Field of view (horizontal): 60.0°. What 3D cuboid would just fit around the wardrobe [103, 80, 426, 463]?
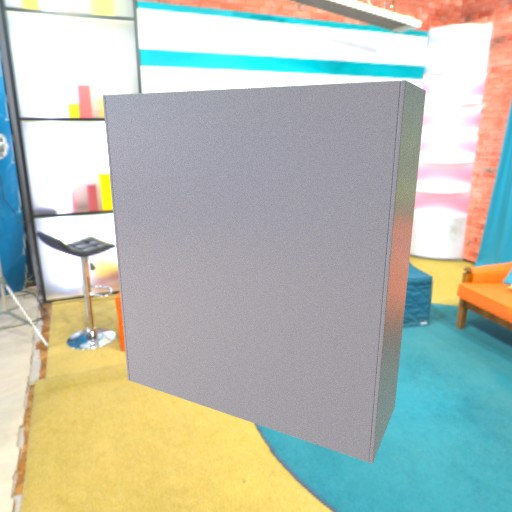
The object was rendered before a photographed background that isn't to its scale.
[{"bbox_3d":[0.000,0.000,2.819,1.780,1.960,0.629,8,18,27],"label":"wardrobe"}]
